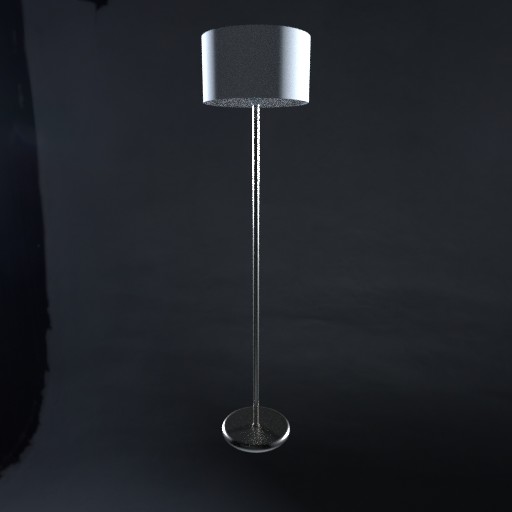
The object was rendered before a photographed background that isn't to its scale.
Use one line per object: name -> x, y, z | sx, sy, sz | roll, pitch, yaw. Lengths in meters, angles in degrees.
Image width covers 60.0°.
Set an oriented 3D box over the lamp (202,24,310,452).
lamp -> 0.000, 0.000, 1.602 | 0.347, 1.443, 0.347 | 2, 14, 9
